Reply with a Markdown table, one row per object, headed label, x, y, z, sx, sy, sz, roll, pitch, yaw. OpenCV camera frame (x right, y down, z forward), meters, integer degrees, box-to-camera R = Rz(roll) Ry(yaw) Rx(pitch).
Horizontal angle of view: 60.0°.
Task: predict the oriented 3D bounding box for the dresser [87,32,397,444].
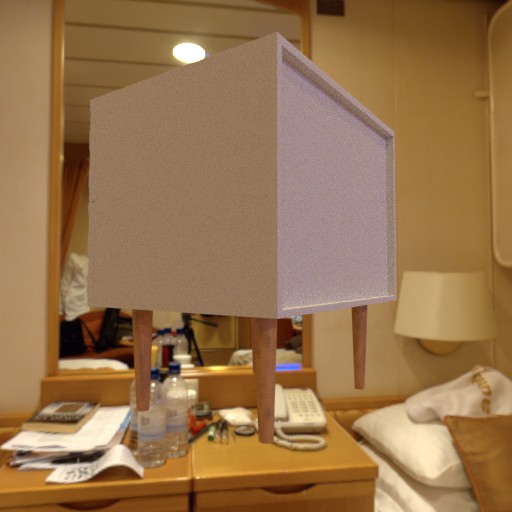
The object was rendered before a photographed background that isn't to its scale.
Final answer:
| label | x | y | z | sx | sy | sz | roll | pitch | yaw |
| --- | --- | --- | --- | --- | --- | --- | --- | --- | --- |
| dresser | 0.000 | 0.000 | 0.899 | 0.414 | 0.568 | 0.503 | -2 | -3 | 34 |
